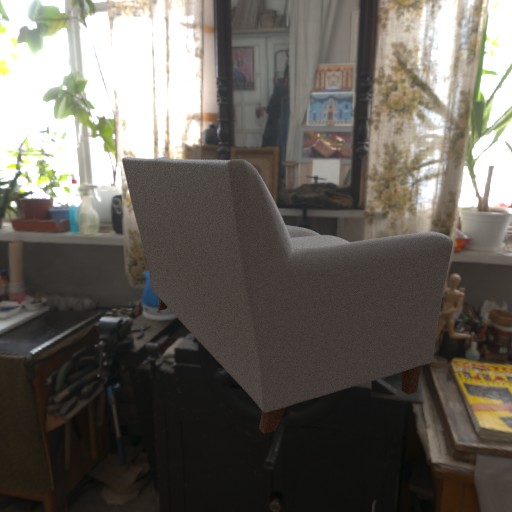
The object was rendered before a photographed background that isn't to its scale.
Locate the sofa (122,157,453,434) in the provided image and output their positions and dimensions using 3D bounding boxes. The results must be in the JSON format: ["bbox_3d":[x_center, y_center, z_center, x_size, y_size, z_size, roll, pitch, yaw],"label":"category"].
[{"bbox_3d":[0.000,0.000,2.042,0.888,0.890,1.482,-6,14,-26],"label":"sofa"}]
